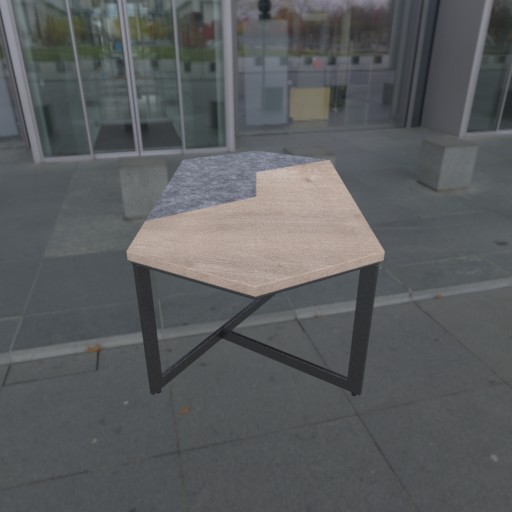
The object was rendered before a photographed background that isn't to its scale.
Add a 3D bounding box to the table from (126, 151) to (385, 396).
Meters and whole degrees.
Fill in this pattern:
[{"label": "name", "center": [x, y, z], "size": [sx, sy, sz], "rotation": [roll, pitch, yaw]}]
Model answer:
[{"label": "table", "center": [0.000, 0.000, 1.541], "size": [0.609, 0.457, 1.219], "rotation": [0, 26, 0]}]
